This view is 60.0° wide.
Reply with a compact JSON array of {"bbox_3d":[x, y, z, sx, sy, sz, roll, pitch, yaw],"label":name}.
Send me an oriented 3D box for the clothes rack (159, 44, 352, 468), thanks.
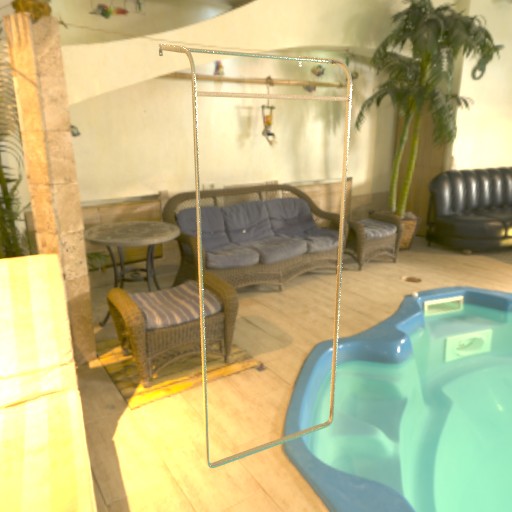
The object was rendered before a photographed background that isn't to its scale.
[{"bbox_3d":[0.000,0.000,1.792,0.609,1.574,0.349,-8,18,-26],"label":"clothes rack"}]
